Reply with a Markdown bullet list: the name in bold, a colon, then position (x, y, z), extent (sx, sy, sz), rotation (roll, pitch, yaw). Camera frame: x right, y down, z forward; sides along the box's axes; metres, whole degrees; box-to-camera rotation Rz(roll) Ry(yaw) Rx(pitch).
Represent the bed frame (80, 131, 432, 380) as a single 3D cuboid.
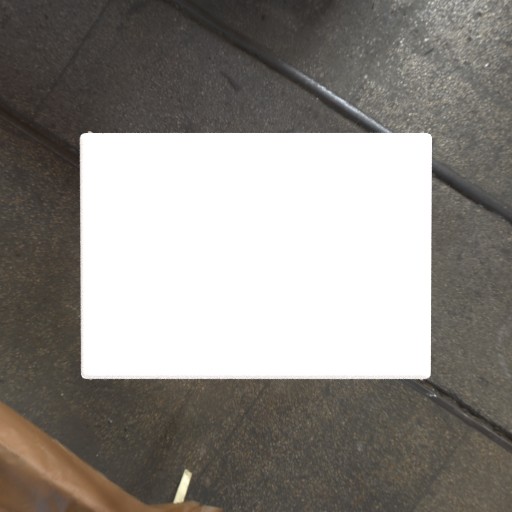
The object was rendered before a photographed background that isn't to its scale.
- **bed frame**: position (0.000, 0.000, 2.643), extent (1.945, 0.497, 1.445), rotation (0, 91, 0)
